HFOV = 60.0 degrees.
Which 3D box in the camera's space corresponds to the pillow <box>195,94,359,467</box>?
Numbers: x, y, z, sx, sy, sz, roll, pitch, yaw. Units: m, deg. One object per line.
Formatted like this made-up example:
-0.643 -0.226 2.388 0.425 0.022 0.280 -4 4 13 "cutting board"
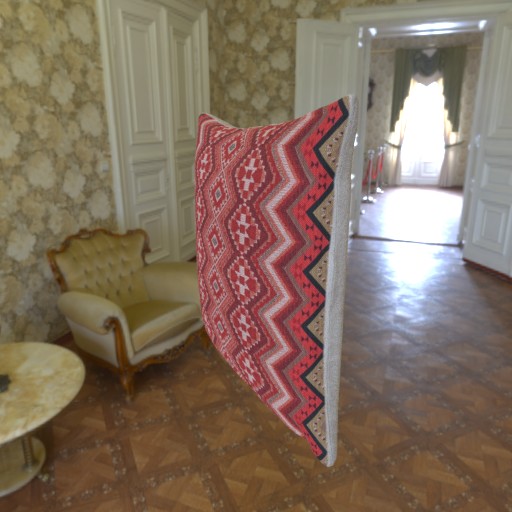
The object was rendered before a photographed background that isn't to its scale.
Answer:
0.000 0.000 0.789 0.158 0.511 0.513 -8 18 -25 "pillow"
